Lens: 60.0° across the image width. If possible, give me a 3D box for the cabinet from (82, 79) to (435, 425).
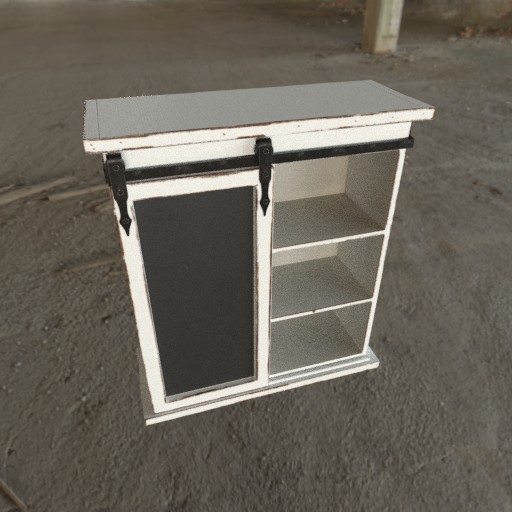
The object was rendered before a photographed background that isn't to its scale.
[{"bbox_3d":[0.000,0.000,0.897,0.541,0.603,0.210,-10,35,-14],"label":"cabinet"}]
